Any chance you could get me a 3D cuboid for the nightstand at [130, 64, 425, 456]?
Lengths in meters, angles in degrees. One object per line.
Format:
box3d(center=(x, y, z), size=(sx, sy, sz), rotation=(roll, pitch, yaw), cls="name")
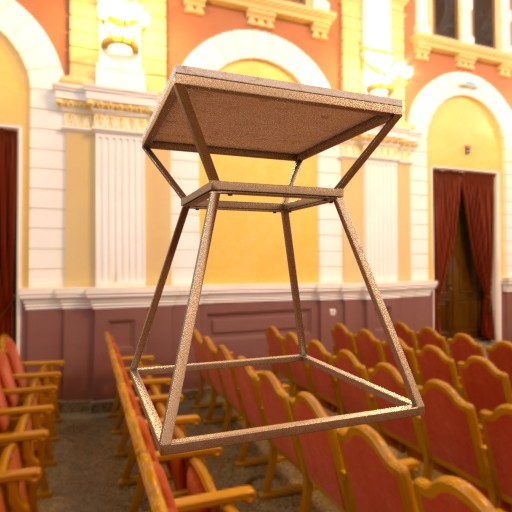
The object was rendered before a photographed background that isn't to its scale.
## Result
box3d(center=(0.000, 0.000, 0.902), size=(0.455, 0.554, 0.455), rotation=(0, 0, -21), cls="nightstand")
